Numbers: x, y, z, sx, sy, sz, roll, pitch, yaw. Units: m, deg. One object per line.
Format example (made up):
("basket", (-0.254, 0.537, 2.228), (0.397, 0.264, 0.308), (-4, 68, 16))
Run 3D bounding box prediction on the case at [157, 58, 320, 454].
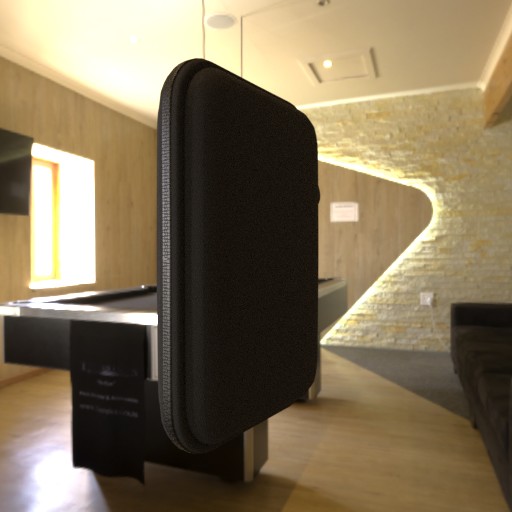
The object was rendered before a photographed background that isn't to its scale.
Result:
("case", (0.000, 0.000, 0.195), (0.030, 0.147, 0.107), (1, 1, 35))
